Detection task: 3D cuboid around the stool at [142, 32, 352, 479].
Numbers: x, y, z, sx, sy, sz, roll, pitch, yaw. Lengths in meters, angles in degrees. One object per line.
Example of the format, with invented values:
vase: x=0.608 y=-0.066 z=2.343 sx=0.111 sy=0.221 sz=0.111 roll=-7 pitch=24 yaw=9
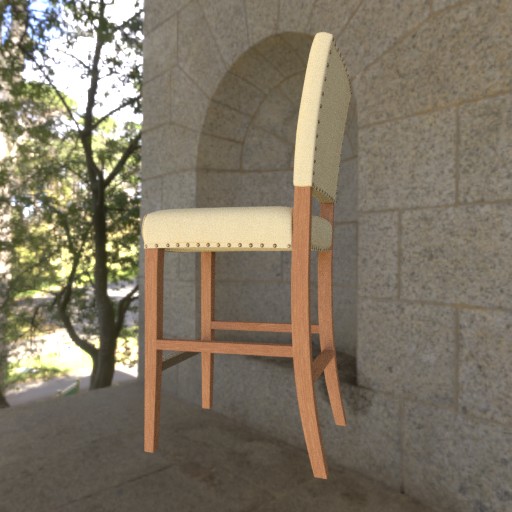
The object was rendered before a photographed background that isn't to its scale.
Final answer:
stool: x=0.000 y=0.000 z=1.437 sx=0.584 sy=1.168 sz=0.445 roll=0 pitch=0 yaw=19
